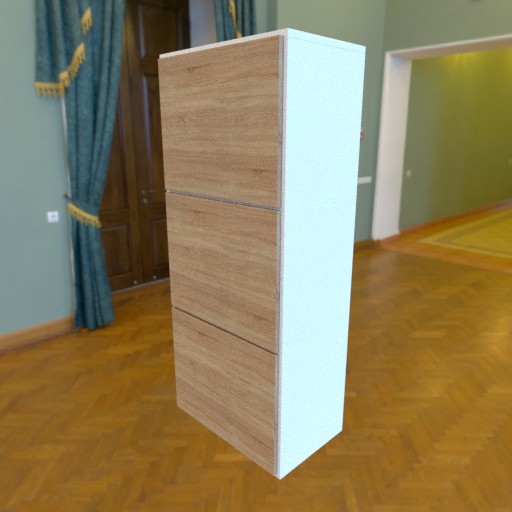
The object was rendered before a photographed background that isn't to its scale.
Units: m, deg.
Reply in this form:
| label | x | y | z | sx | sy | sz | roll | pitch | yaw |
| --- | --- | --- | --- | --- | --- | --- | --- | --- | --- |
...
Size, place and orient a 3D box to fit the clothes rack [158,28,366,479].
| label | x | y | z | sx | sy | sz | roll | pitch | yaw |
| --- | --- | --- | --- | --- | --- | --- | --- | --- | --- |
| clothes rack | 0.000 | 0.000 | 1.395 | 0.331 | 1.187 | 0.500 | -15 | 22 | -43 |
